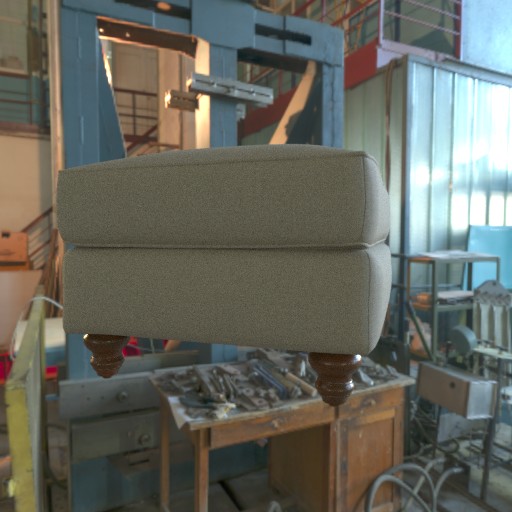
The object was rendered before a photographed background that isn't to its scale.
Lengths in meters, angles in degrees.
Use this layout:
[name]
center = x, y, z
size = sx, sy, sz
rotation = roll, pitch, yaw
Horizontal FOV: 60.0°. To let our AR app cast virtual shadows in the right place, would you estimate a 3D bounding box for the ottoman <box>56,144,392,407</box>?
[ottoman]
center = 0.000, 0.000, 1.128
size = 0.662, 0.505, 0.716
rotation = 1, 3, 19
